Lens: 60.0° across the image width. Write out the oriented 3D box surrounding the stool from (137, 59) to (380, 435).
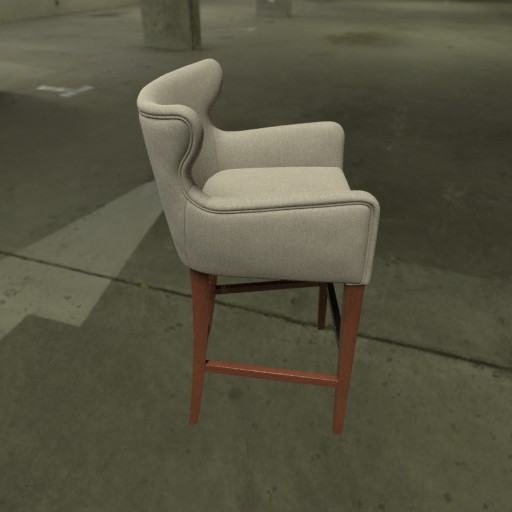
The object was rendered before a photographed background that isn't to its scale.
[{"bbox_3d":[0.000,0.000,1.378,0.575,1.047,0.575,0,33,1],"label":"stool"}]
